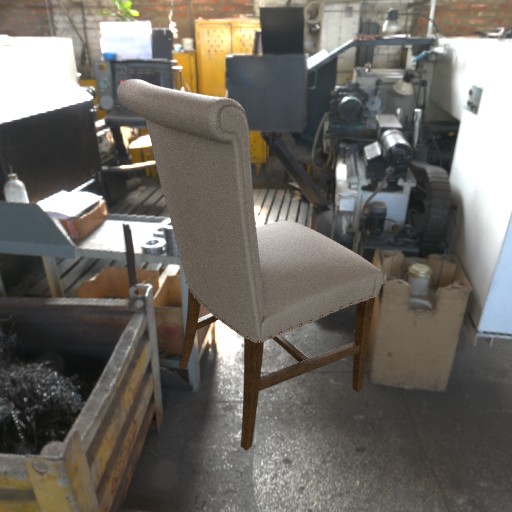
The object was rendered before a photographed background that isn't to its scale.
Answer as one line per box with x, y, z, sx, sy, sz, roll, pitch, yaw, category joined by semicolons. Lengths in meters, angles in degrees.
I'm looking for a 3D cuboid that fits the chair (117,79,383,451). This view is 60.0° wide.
0.000;0.000;1.340;0.608;0.988;0.513;-17;31;-30;chair
